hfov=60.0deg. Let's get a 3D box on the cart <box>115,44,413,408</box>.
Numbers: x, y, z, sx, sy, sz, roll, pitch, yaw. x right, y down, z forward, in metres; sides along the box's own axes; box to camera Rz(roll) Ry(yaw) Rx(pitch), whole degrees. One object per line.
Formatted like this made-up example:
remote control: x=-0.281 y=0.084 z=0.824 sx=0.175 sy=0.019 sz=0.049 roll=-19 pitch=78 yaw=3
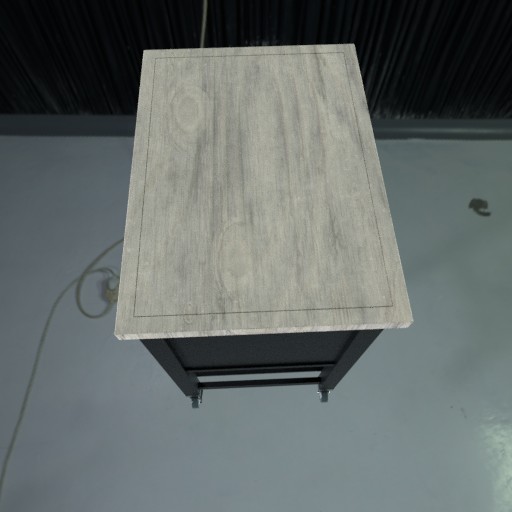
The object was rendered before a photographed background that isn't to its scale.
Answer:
cart: x=0.000 y=0.000 z=1.424 sx=0.567 sy=0.920 sz=0.797 roll=-2 pitch=63 yaw=-1
